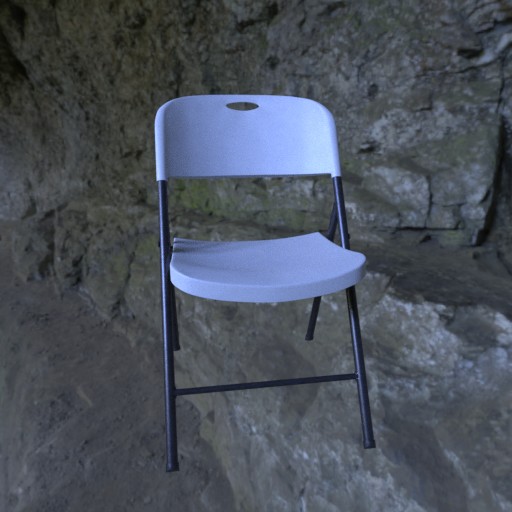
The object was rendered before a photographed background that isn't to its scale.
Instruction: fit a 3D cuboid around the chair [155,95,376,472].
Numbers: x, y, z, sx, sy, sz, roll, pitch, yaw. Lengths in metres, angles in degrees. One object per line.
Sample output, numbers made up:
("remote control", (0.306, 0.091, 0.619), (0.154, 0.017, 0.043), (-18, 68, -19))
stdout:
("chair", (0.000, 0.000, 1.155), (0.494, 0.810, 0.566), (-3, 18, -8))
